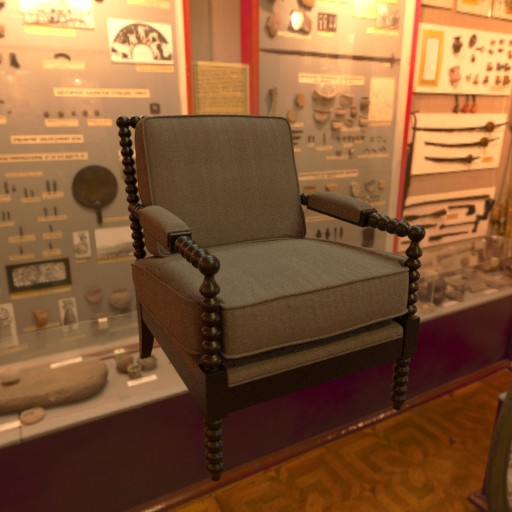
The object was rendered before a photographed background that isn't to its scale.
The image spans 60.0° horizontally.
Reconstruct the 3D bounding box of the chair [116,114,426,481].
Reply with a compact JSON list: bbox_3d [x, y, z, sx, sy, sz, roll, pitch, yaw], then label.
[{"bbox_3d":[0.000,0.000,1.077,0.540,0.661,0.622,-9,19,-26],"label":"chair"}]
